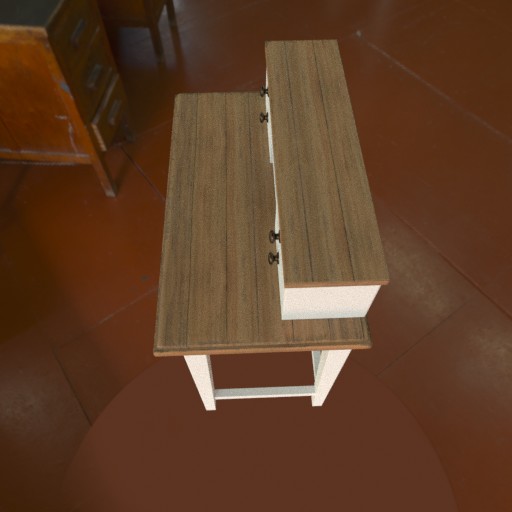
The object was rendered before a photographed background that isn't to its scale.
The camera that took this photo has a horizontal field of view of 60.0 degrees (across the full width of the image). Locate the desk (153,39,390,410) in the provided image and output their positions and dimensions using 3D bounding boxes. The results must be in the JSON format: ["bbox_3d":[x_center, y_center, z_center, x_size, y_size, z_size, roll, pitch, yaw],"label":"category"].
[{"bbox_3d":[0.000,0.000,1.391,0.462,0.981,0.814,-2,59,-1],"label":"desk"}]
